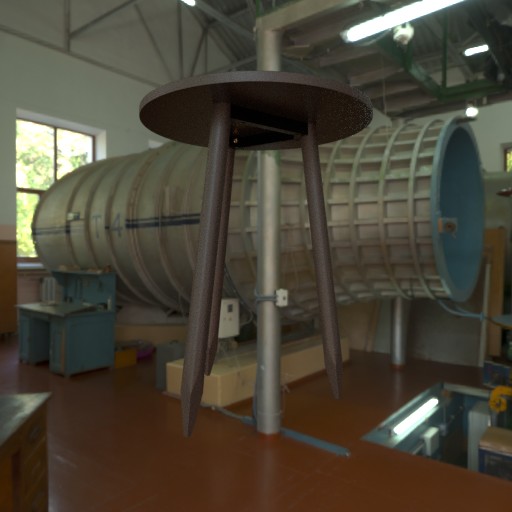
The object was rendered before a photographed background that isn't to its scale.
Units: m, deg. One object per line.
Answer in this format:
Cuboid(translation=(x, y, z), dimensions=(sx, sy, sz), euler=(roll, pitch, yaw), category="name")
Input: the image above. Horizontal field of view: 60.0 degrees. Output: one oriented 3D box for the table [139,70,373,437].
Cuboid(translation=(0.000, 0.000, 0.900), dimensions=(0.457, 0.585, 0.457), euler=(0, 0, 0), category="table")
